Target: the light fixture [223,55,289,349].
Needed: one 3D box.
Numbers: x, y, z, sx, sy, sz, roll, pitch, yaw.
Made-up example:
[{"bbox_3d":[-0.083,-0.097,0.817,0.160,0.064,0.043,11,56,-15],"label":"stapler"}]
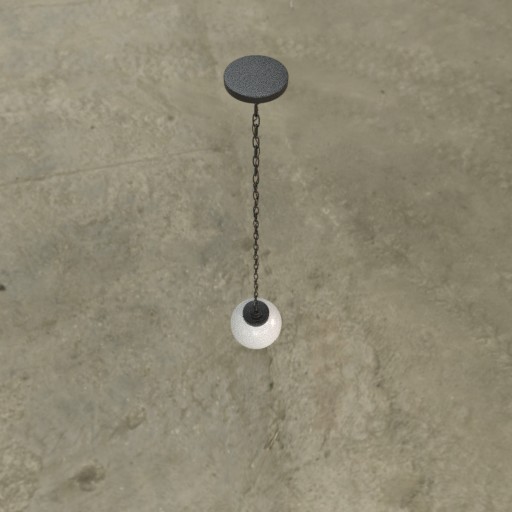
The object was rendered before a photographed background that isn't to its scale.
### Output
[{"bbox_3d":[0.000,0.000,1.971,0.305,1.867,0.304,15,61,9],"label":"light fixture"}]
